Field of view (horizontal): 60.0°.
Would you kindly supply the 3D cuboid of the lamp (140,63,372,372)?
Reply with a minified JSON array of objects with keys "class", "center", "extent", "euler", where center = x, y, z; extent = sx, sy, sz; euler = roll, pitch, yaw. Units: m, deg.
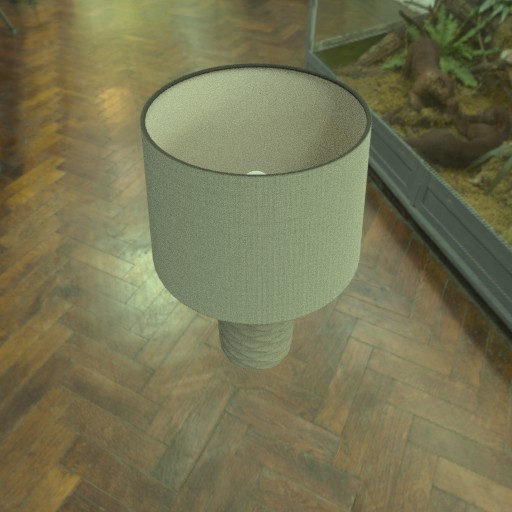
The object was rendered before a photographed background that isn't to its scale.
[{"class":"lamp","center":[0.000,0.000,0.842],"extent":[0.376,0.594,0.376],"euler":[0,45,0]}]
